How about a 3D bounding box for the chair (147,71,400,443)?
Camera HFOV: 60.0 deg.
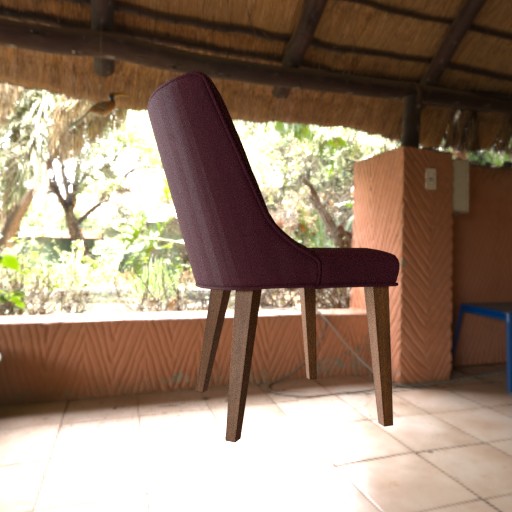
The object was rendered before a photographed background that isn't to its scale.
[{"bbox_3d":[0.000,0.000,1.343,0.638,0.916,0.548,0,0,-18],"label":"chair"}]
